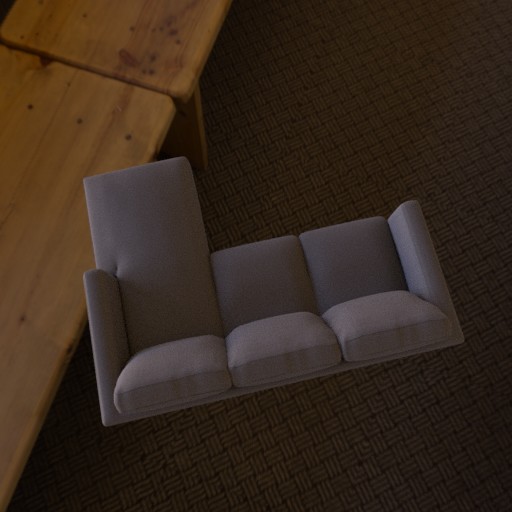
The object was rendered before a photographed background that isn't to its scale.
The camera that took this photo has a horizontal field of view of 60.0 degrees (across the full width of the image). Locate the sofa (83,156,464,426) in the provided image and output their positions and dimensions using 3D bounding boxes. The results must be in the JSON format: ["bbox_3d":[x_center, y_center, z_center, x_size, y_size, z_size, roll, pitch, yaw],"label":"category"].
[{"bbox_3d":[0.000,0.000,2.824,2.031,0.897,1.591,-12,76,-3],"label":"sofa"}]
